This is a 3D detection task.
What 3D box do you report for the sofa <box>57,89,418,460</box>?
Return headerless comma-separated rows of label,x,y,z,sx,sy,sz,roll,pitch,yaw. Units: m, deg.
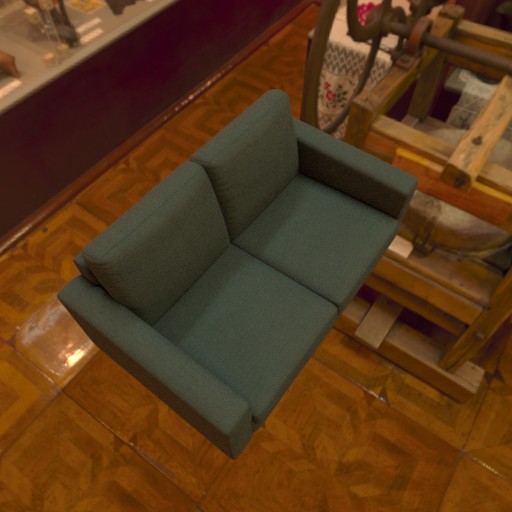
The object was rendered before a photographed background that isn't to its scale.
sofa,0.000,0.000,2.128,0.955,0.903,1.489,32,62,19
